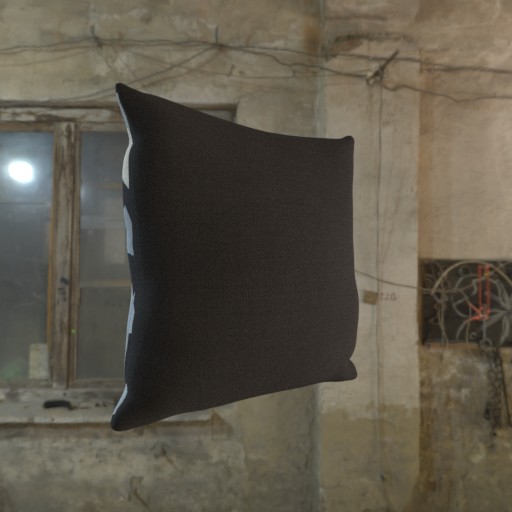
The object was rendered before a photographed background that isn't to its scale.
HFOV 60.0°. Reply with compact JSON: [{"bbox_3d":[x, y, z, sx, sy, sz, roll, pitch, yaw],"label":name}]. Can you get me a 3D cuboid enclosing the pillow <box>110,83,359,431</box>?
[{"bbox_3d":[0.000,0.000,0.769,0.503,0.496,0.208,1,-2,-36],"label":"pillow"}]
